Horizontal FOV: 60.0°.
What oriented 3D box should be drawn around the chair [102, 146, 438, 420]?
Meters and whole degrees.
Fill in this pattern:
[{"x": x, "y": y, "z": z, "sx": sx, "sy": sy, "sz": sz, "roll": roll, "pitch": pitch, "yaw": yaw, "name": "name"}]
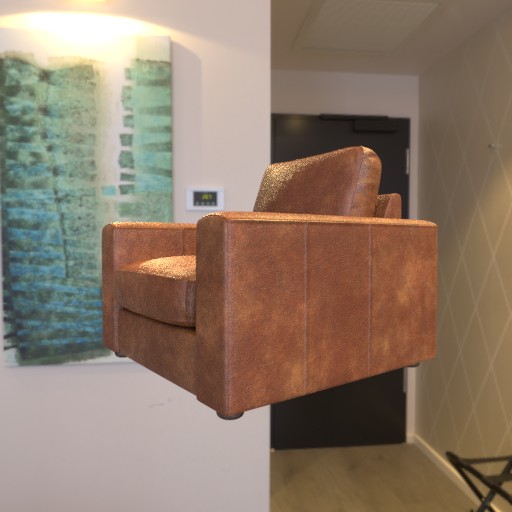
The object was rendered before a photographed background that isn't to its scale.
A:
[{"x": 0.000, "y": 0.000, "z": 1.806, "sx": 1.016, "sy": 0.873, "sz": 1.005, "roll": -1, "pitch": 2, "yaw": -37, "name": "chair"}]
